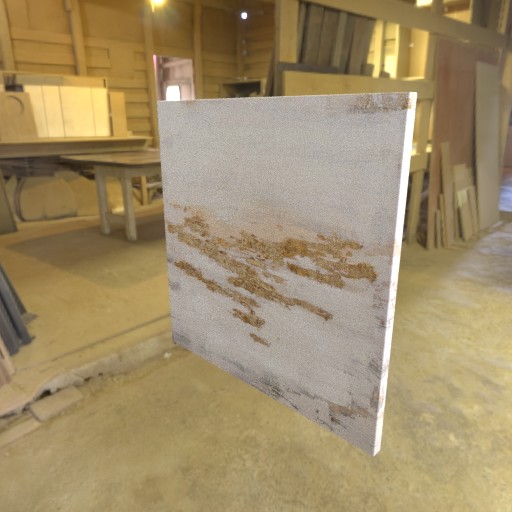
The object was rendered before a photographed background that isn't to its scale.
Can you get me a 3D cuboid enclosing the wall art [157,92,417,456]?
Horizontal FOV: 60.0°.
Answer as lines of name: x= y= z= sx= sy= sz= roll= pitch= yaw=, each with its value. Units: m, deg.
wall art: x=0.000 y=0.000 z=1.513 sx=1.015 sy=1.018 sz=0.040 roll=17 pitch=24 yaw=42
